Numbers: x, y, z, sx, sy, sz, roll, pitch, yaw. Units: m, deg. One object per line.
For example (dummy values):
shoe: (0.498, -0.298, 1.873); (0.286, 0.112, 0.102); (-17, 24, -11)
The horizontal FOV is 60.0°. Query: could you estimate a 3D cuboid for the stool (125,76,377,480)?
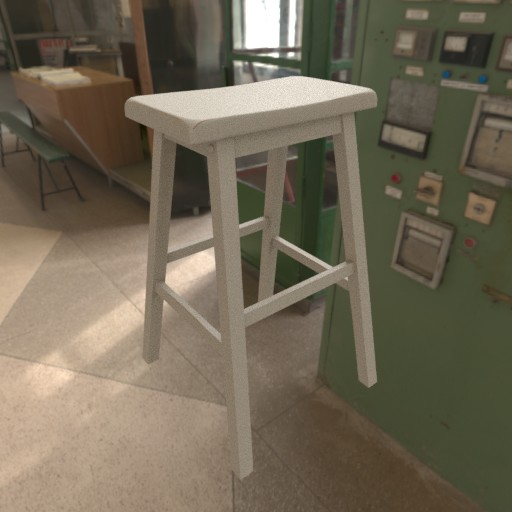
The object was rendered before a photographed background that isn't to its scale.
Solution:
stool: (0.000, 0.000, 1.051); (0.457, 0.737, 0.476); (-22, 37, -32)
